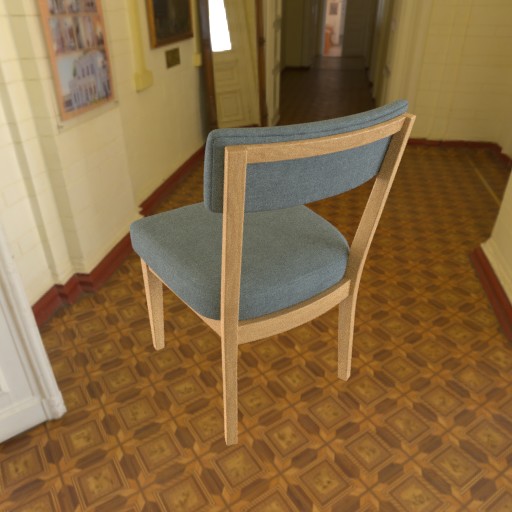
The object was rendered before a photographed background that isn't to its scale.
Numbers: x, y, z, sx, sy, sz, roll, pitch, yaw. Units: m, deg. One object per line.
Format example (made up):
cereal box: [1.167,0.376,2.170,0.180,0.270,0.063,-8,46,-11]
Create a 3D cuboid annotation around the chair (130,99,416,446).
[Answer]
chair: [0.000,0.000,1.193,0.508,0.832,0.572,-19,35,-29]
